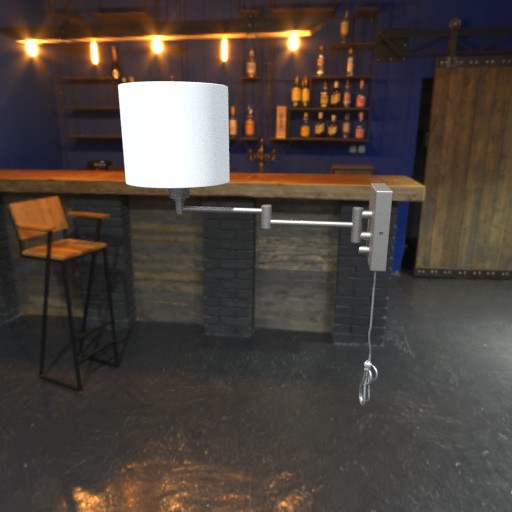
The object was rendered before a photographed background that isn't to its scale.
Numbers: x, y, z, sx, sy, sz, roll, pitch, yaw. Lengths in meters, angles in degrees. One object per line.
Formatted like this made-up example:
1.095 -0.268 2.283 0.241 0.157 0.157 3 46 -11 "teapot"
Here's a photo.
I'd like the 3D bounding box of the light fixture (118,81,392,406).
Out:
0.000 0.000 0.905 0.516 0.651 0.203 3 17 9 "light fixture"
